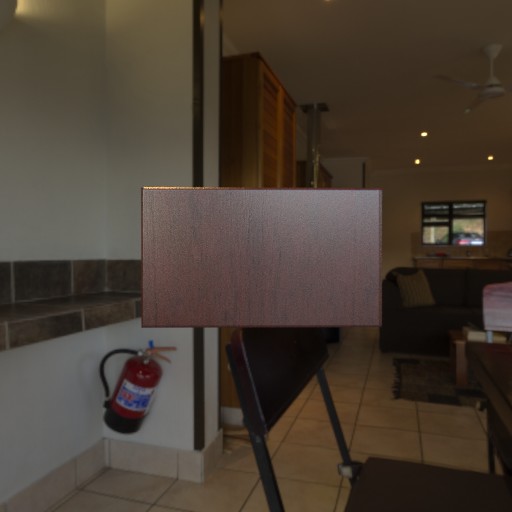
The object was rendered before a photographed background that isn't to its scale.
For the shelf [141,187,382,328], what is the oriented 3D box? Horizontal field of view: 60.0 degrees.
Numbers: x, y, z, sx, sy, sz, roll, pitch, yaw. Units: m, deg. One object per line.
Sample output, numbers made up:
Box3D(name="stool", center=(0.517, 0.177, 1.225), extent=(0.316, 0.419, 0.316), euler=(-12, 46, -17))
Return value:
Box3D(name="shelf", center=(0.000, 0.000, 0.509), extent=(0.152, 0.088, 0.457), euler=(0, 0, -1))
